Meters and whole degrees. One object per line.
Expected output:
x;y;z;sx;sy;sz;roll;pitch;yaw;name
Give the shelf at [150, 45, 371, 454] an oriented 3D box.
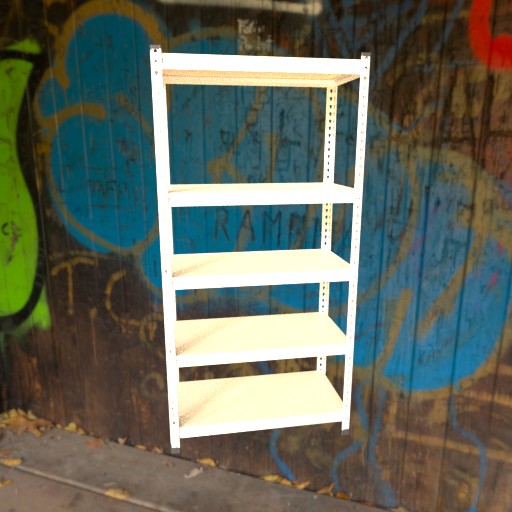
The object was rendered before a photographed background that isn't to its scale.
0.000;0.000;2.222;0.914;1.829;0.457;-2;14;-9;shelf
